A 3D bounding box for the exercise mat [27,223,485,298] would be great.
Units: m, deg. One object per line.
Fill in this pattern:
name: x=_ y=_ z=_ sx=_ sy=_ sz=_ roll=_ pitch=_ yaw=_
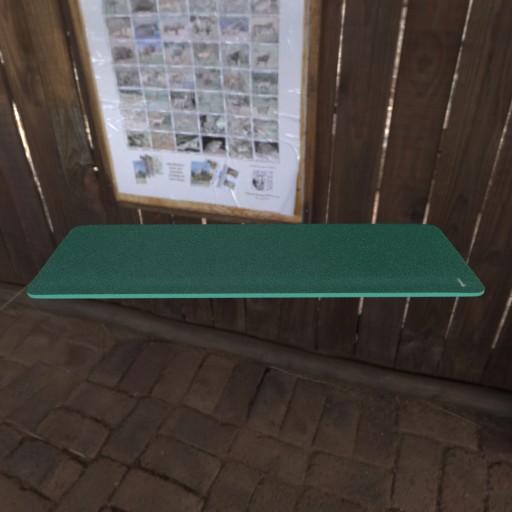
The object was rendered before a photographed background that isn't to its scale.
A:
exercise mat: x=0.000 y=0.000 z=2.022 sx=1.869 sy=0.021 sz=0.616 roll=0 pitch=31 yaw=0
